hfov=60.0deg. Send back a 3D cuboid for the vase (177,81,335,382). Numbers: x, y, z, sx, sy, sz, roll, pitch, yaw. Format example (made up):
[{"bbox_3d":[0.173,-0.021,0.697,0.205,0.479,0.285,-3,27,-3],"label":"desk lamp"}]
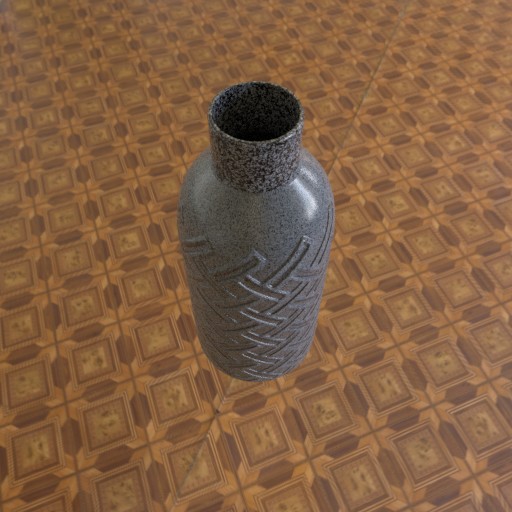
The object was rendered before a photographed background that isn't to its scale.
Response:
[{"bbox_3d":[0.000,0.000,0.351,0.122,0.282,0.122,0,57,0],"label":"vase"}]
